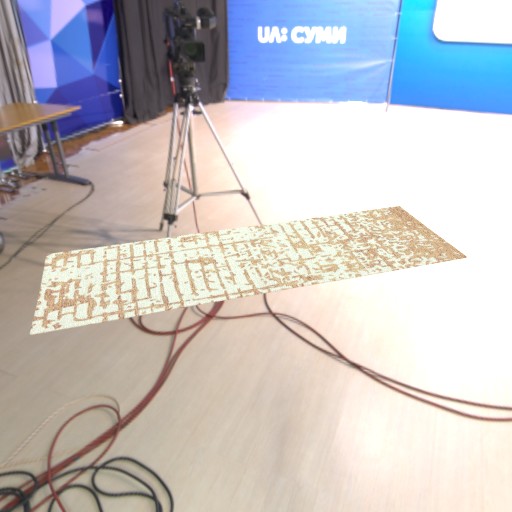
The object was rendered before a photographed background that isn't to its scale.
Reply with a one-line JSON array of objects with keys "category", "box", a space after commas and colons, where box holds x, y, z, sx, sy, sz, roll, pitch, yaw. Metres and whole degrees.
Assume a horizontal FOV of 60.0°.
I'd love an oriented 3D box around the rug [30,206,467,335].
[{"category": "rug", "box": [0.000, 0.000, 2.678, 2.435, 0.011, 0.750, -9, 33, -14]}]
